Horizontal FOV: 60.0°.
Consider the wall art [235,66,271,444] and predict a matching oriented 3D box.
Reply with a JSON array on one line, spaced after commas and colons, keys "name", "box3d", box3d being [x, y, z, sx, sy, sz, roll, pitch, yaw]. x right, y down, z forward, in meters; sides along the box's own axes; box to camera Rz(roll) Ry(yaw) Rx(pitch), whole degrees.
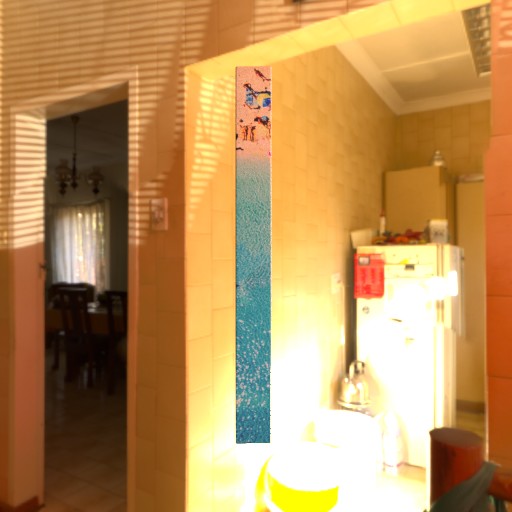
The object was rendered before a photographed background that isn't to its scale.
[{"name": "wall art", "box3d": [0.000, 0.000, 0.779, 0.039, 0.406, 0.609, 0, 0, 1]}]
